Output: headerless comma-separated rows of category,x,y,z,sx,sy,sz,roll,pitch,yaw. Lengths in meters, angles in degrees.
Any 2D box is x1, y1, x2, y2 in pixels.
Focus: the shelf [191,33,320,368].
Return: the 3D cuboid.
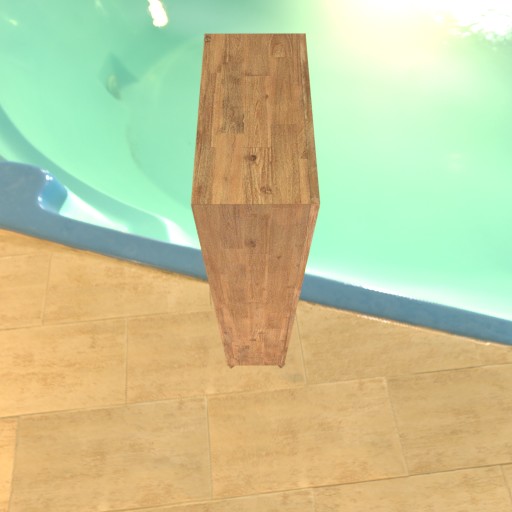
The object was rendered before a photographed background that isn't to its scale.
shelf,0.000,0.000,1.534,0.267,1.342,0.491,0,62,0
